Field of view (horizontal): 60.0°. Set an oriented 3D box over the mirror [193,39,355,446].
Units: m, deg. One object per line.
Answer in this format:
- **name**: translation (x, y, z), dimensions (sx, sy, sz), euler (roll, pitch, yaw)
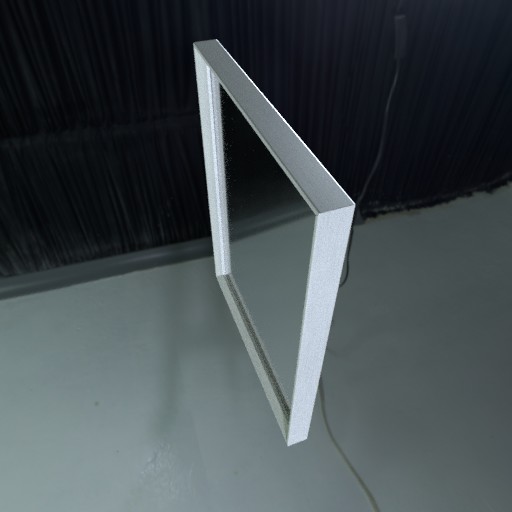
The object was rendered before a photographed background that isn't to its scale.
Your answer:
- **mirror**: translation (0.000, 0.000, 0.695), dimensions (0.041, 0.509, 0.406), euler (-15, 48, -14)
